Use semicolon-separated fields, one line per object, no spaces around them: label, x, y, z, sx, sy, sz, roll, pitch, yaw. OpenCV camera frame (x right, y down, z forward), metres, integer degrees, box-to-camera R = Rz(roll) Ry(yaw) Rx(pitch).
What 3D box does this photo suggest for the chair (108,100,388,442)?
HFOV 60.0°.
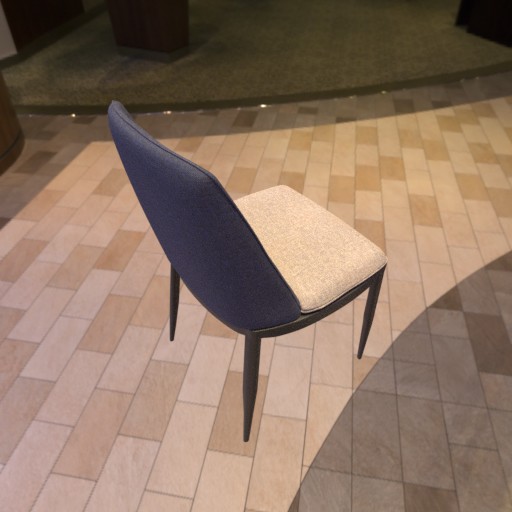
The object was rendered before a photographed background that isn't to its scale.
chair;0.000;0.000;1.155;0.551;0.839;0.480;-25;46;-27
